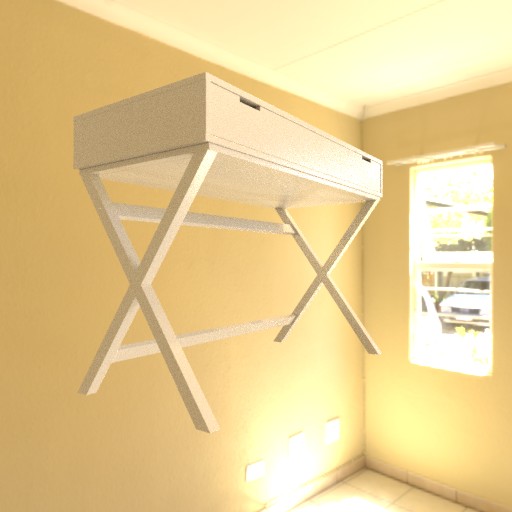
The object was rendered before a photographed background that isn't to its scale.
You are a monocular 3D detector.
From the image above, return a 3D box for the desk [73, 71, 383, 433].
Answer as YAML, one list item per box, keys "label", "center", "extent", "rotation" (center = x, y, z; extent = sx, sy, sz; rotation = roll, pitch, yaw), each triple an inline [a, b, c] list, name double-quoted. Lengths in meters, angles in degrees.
- label: "desk"
  center: [0.000, 0.000, 1.524]
  extent: [0.509, 0.780, 1.059]
  rotation: [0, -1, 36]
